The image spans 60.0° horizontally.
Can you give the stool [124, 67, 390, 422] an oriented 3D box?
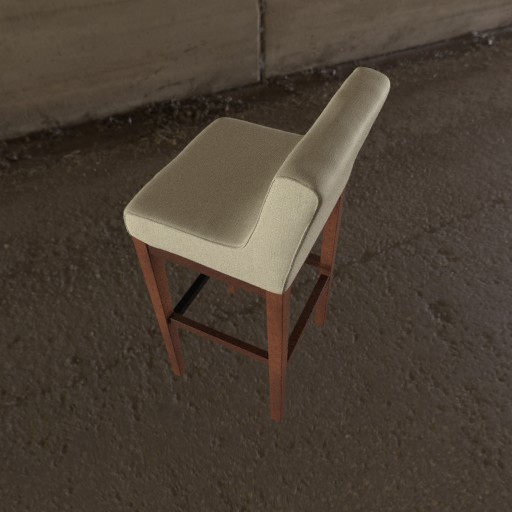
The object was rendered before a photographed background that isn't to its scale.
[{"bbox_3d":[0.000,0.000,1.343,0.500,1.037,0.511,19,49,17],"label":"stool"}]
